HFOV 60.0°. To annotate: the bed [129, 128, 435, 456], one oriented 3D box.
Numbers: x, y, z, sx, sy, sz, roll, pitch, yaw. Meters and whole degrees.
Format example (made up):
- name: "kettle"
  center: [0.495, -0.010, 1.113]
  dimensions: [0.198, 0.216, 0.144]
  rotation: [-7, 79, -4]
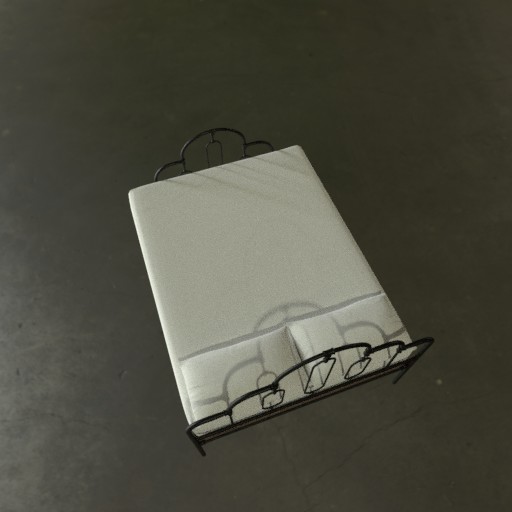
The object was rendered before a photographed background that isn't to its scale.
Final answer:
- name: "bed"
  center: [0.000, 0.000, 3.338]
  dimensions: [1.626, 1.444, 2.181]
  rotation: [-17, 59, -10]
